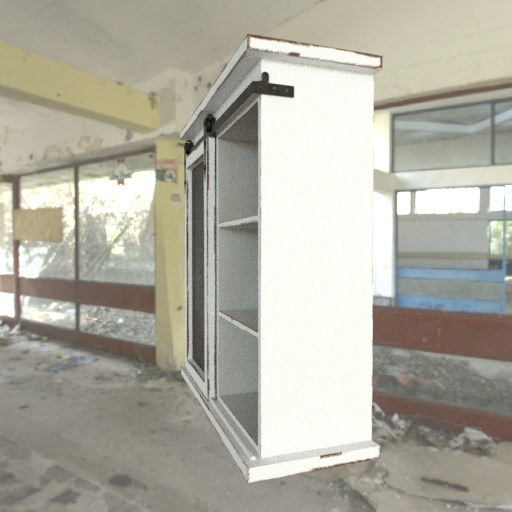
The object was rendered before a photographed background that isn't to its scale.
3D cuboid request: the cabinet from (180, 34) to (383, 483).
[{"bbox_3d":[0.000,0.000,0.884,0.210,0.603,0.541,0,1,-19],"label":"cabinet"}]
